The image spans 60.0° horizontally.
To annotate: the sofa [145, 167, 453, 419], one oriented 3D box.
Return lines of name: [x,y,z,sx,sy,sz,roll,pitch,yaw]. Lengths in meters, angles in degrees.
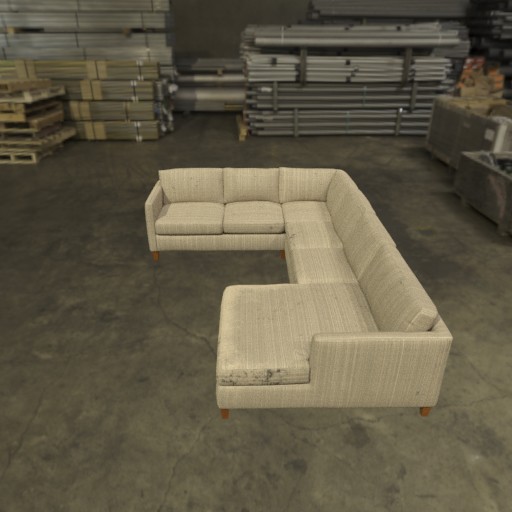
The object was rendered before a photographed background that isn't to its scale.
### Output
sofa: [0.000,0.000,4.515,2.594,0.961,3.460,0,28,-1]
